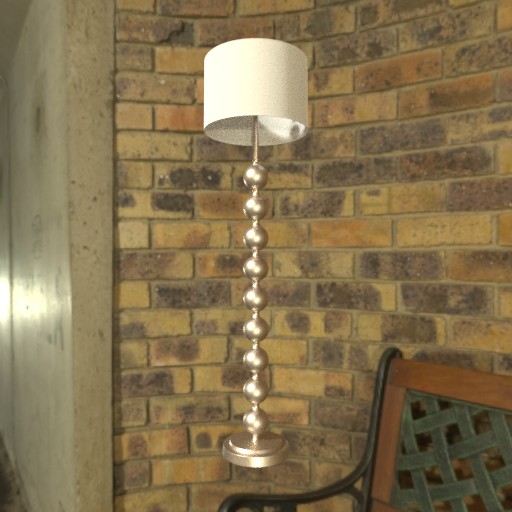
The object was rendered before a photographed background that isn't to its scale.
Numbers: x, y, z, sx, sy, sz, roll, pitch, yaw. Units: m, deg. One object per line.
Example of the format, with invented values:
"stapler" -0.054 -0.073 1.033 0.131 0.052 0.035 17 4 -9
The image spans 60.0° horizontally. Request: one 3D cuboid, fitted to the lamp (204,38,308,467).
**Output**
"lamp" 0.000 0.000 1.677 0.394 1.474 0.394 0 -1 18
